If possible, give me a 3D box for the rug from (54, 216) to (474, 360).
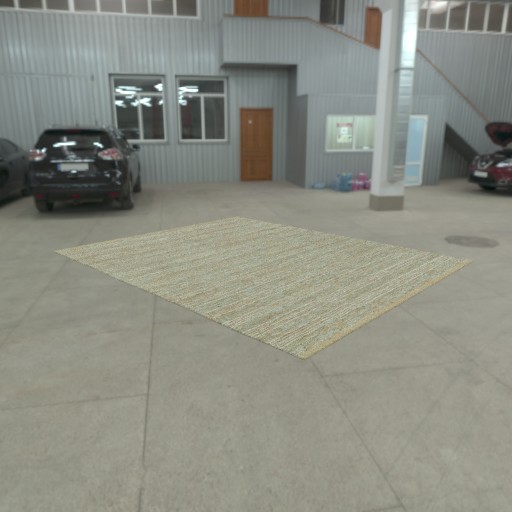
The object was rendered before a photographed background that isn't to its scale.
[{"bbox_3d":[0.000,0.000,4.107,3.034,0.012,2.471,15,21,42],"label":"rug"}]
